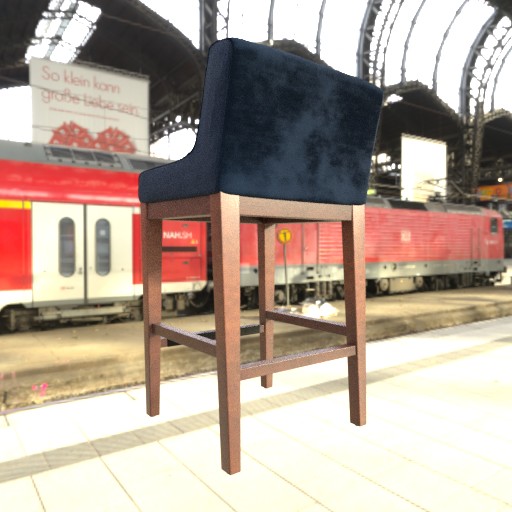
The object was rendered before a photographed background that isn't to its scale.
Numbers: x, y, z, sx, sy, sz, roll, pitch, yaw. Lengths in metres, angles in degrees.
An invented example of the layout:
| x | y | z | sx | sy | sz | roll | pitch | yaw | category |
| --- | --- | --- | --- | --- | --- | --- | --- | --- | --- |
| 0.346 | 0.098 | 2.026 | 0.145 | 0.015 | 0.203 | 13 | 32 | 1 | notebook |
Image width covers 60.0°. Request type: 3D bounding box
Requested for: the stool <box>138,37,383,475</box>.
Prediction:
| x | y | z | sx | sy | sz | roll | pitch | yaw | category |
| --- | --- | --- | --- | --- | --- | --- | --- | --- | --- |
| 0.000 | 0.000 | 1.255 | 0.511 | 0.945 | 0.516 | -1 | 2 | -37 | stool |
